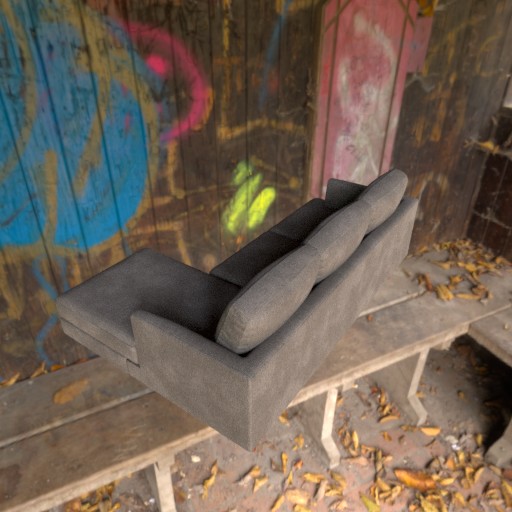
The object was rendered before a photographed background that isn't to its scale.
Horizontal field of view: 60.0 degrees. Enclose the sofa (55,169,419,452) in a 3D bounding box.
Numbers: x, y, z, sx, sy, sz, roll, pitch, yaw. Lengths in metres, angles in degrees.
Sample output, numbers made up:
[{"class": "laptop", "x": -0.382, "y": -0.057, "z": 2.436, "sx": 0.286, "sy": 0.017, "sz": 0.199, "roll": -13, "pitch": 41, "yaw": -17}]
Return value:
[{"class": "sofa", "x": 0.000, "y": 0.000, "z": 3.111, "sx": 1.504, "sy": 0.956, "sz": 2.233, "roll": 21, "pitch": 38, "yaw": 29}]
